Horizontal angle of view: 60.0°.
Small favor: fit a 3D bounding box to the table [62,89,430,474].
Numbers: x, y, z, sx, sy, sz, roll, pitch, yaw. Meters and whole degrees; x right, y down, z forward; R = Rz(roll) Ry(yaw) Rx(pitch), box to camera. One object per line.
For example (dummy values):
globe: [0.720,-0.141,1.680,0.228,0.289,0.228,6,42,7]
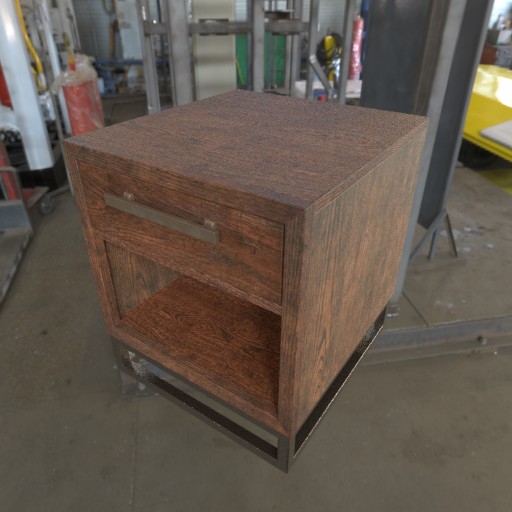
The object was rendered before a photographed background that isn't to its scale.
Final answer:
table: [0.000,0.000,1.016,0.506,0.582,0.566,20,37,29]
